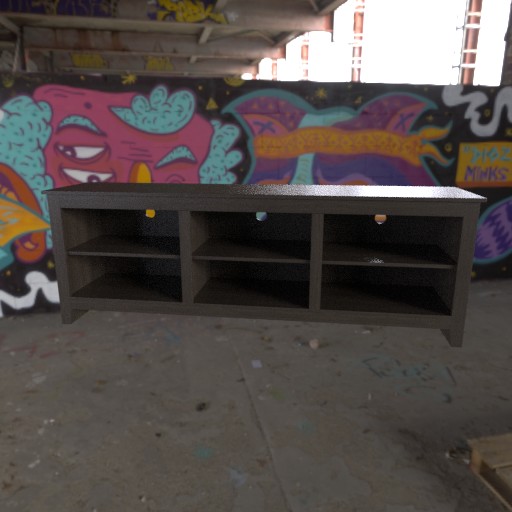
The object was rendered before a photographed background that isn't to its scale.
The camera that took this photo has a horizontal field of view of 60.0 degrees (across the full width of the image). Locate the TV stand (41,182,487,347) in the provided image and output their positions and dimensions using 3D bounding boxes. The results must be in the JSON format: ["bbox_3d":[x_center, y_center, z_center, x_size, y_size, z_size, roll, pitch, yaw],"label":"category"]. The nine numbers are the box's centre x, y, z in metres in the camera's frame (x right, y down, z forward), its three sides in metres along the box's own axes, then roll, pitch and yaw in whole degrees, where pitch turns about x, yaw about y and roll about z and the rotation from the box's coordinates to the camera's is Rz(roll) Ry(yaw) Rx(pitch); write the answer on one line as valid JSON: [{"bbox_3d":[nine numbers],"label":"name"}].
[{"bbox_3d":[0.000,0.000,2.025,1.778,0.610,0.406,2,15,8],"label":"TV stand"}]
